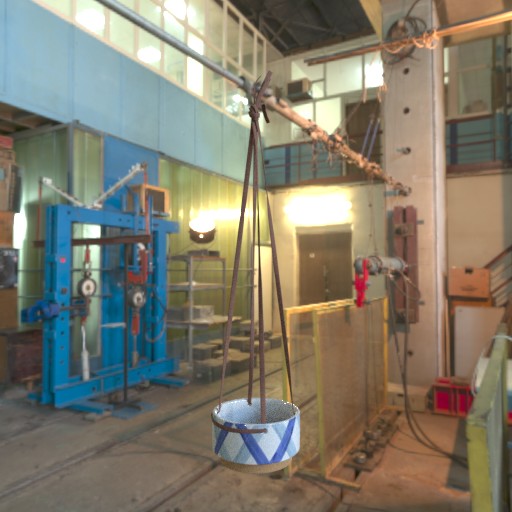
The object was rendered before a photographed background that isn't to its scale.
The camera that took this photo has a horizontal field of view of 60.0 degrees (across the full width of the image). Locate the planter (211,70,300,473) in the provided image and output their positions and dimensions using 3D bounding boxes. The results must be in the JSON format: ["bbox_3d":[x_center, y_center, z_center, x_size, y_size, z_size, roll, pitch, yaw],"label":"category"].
[{"bbox_3d":[0.000,0.000,0.837,0.166,0.751,0.166,1,-2,-16],"label":"planter"}]
